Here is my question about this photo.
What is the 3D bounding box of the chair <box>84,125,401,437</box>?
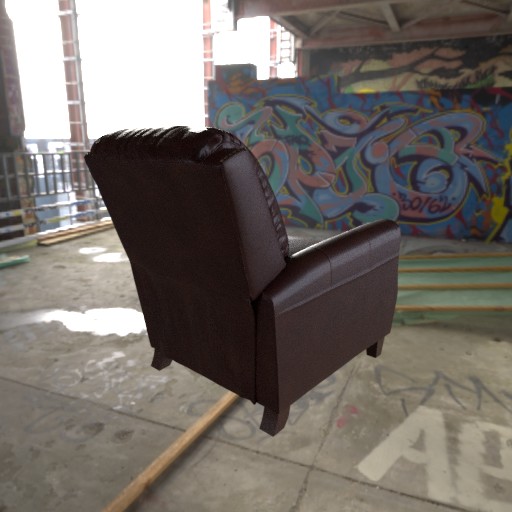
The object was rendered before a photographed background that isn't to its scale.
[{"bbox_3d":[0.000,0.000,1.832,0.826,1.022,1.089,13,20,41],"label":"chair"}]
